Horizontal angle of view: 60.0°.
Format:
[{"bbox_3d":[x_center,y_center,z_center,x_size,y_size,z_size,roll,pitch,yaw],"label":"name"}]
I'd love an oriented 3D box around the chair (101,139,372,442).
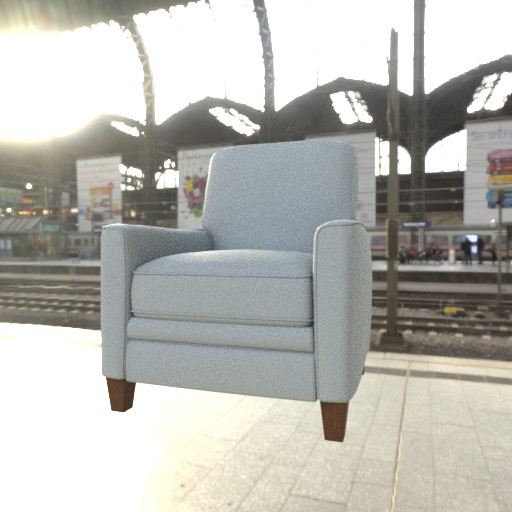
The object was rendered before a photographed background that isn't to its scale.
[{"bbox_3d":[0.000,0.000,1.686,0.853,1.007,0.846,0,1,18],"label":"chair"}]
